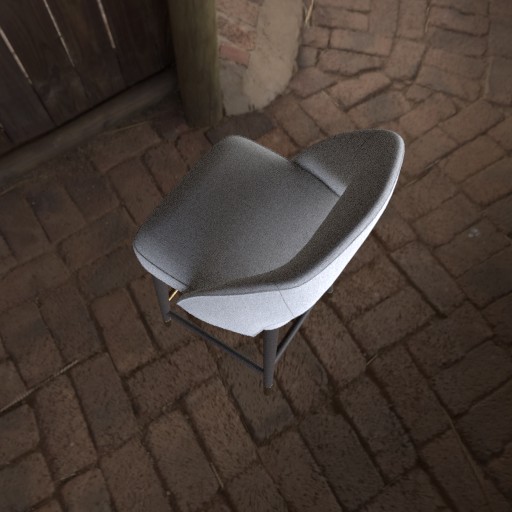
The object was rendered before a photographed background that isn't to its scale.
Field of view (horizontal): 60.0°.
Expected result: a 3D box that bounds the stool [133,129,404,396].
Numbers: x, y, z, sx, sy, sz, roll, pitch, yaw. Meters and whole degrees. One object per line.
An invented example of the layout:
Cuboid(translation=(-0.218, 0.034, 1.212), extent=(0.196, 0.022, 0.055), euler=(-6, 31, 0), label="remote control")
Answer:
Cuboid(translation=(0.000, 0.000, 1.211), extent=(0.509, 0.940, 0.494), euler=(31, 68, 14), label="stool")
